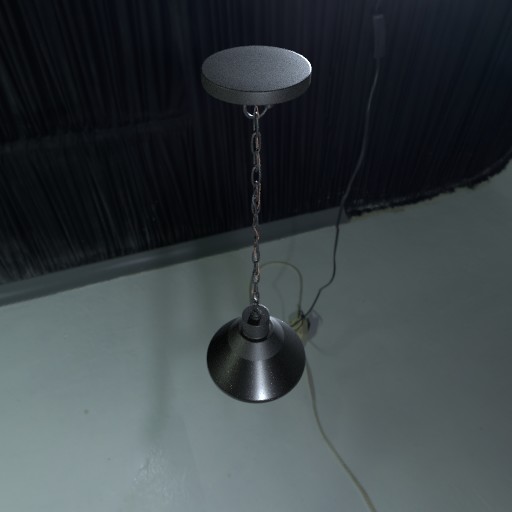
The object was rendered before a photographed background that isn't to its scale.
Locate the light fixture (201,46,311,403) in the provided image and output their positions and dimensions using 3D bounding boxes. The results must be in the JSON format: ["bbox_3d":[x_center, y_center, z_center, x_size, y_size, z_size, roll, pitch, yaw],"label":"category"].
[{"bbox_3d":[0.000,0.000,0.691,0.201,0.588,0.201,-17,48,-16],"label":"light fixture"}]
